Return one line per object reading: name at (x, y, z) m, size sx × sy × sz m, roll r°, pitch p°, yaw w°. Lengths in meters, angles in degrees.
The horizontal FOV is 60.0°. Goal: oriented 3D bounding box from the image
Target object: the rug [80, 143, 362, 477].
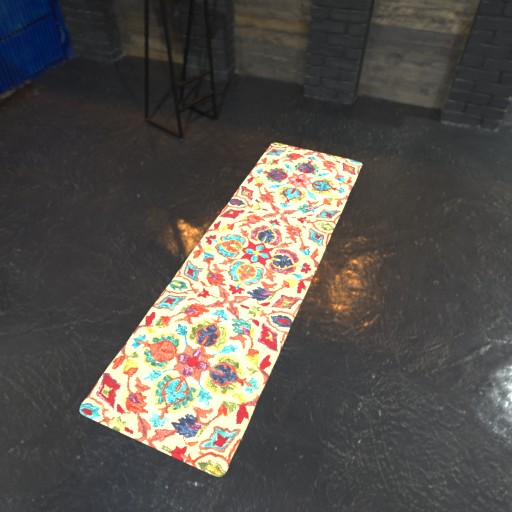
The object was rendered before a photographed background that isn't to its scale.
rug at (0.000, 0.000, 2.506) m, size 0.693 × 0.016 × 2.273 m, roll 17°, pitch 49°, yaw 16°
